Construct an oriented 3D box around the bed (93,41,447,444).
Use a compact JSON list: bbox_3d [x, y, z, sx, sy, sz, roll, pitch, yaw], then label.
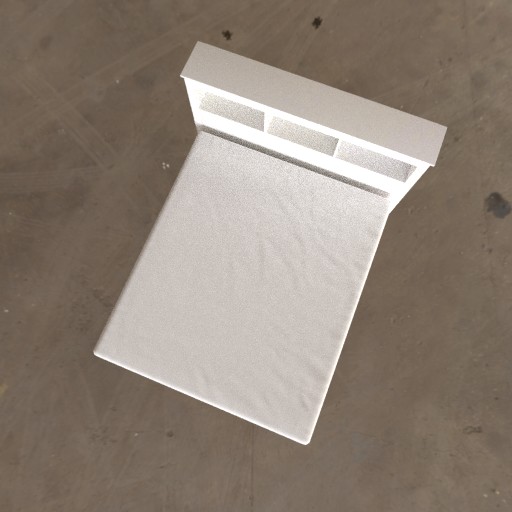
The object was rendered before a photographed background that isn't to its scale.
[{"bbox_3d":[0.000,0.000,3.078,1.671,1.092,2.133,21,77,5],"label":"bed"}]
